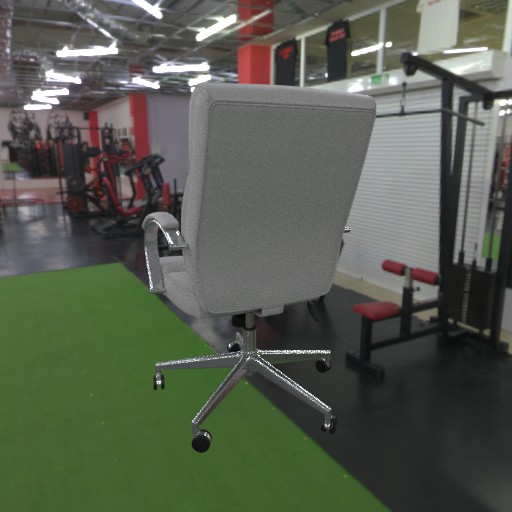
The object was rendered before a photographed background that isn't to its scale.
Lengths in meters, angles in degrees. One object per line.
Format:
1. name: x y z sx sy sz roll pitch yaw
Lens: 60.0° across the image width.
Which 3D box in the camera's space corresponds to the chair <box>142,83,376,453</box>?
1. chair: 0.000 0.000 1.622 0.727 1.099 0.745 -7 15 -26
